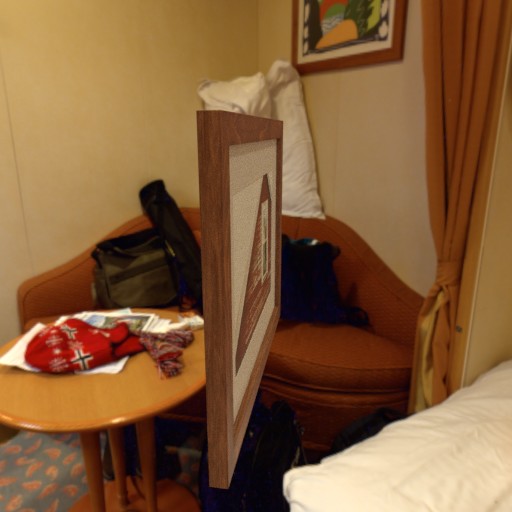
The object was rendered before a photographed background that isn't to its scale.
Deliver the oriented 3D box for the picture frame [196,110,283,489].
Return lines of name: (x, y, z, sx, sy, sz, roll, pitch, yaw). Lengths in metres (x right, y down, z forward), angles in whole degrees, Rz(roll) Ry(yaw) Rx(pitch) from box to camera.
picture frame: (0.000, 0.000, 0.766, 0.025, 0.457, 0.559, 3, 16, 9)
